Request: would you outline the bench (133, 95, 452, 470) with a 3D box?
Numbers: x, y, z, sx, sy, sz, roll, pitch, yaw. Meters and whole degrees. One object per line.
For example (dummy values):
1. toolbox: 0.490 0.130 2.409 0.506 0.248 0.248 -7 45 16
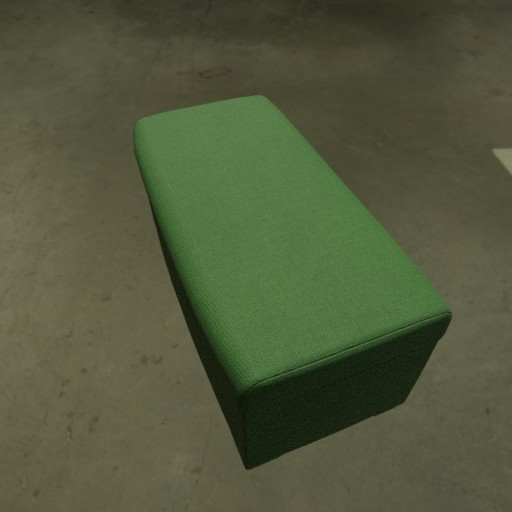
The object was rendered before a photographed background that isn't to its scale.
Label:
1. bench: 0.000 0.000 1.293 0.505 0.501 0.989 -17 49 -15
